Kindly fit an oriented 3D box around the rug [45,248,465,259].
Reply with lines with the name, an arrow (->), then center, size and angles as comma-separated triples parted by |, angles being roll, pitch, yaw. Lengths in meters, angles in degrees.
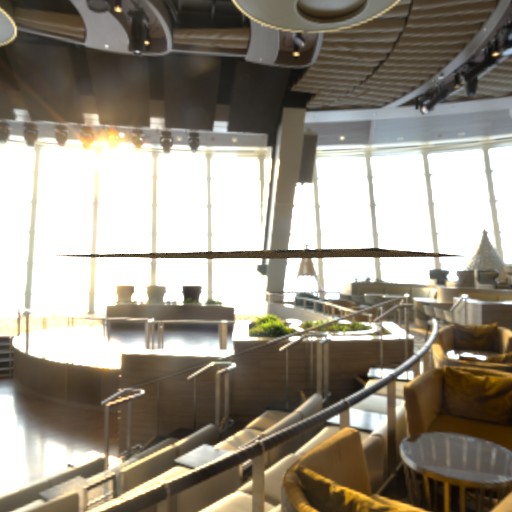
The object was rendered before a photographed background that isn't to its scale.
rug -> 0.000, 0.000, 2.958 | 2.261, 0.013, 1.676 | -1, -1, 36
